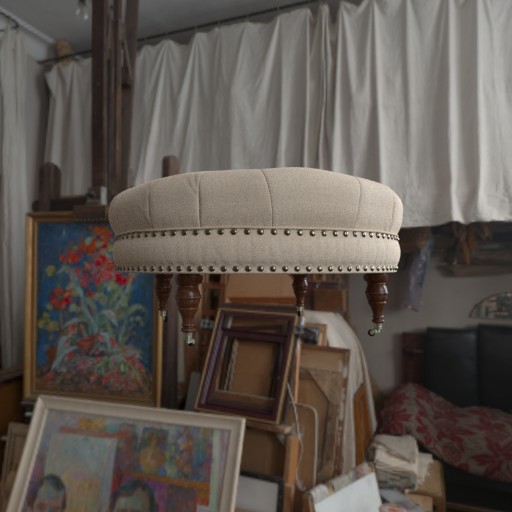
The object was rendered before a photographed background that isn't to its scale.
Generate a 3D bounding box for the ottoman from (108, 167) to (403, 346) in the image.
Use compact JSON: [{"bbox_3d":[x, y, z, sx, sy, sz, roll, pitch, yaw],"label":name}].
[{"bbox_3d":[0.000,0.000,1.485,0.940,0.483,0.940,0,-1,0],"label":"ottoman"}]
